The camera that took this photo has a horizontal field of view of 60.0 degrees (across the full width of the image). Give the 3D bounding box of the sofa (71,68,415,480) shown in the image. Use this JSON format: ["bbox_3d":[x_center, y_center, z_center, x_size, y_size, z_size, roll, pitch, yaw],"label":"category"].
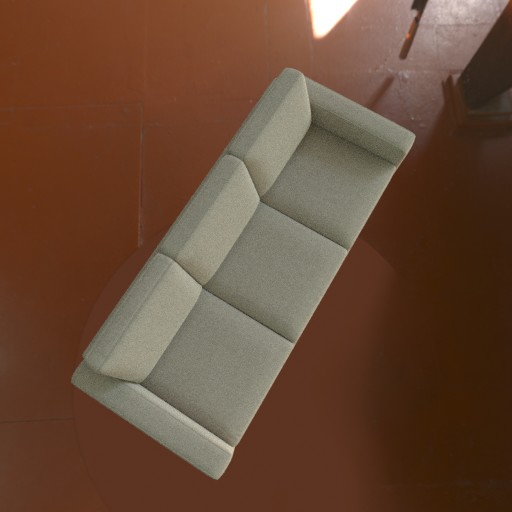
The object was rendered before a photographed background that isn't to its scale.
[{"bbox_3d":[0.000,0.000,2.537,0.900,0.800,2.160,31,77,8],"label":"sofa"}]
